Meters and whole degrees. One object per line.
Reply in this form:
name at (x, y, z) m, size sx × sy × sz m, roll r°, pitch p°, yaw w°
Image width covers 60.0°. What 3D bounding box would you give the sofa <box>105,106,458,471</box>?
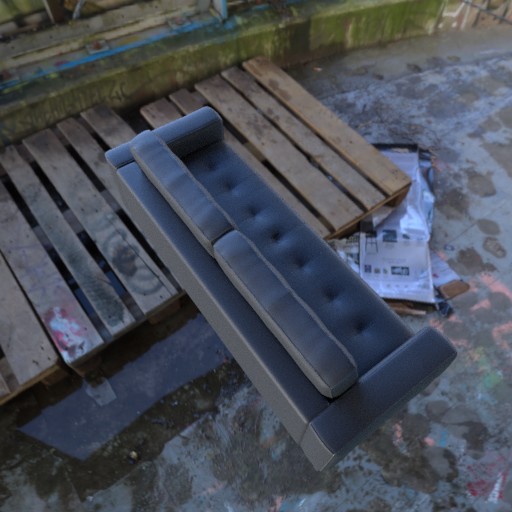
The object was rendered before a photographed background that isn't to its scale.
sofa at (0.000, 0.000, 2.651) m, size 0.833 × 0.893 × 2.275 m, roll -31°, pitch 62°, yaw -19°
